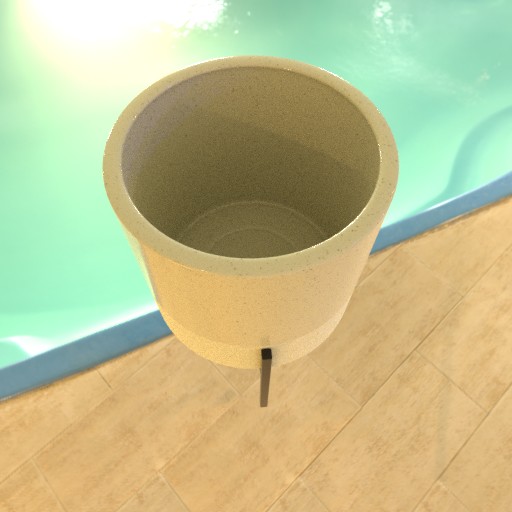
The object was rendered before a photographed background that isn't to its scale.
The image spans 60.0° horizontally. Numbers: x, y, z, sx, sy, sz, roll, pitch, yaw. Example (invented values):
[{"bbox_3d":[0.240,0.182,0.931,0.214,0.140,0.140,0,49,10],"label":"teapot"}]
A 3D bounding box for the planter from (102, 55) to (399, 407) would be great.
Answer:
[{"bbox_3d":[0.000,0.000,0.329,0.159,0.230,0.152,-33,65,-18],"label":"planter"}]
